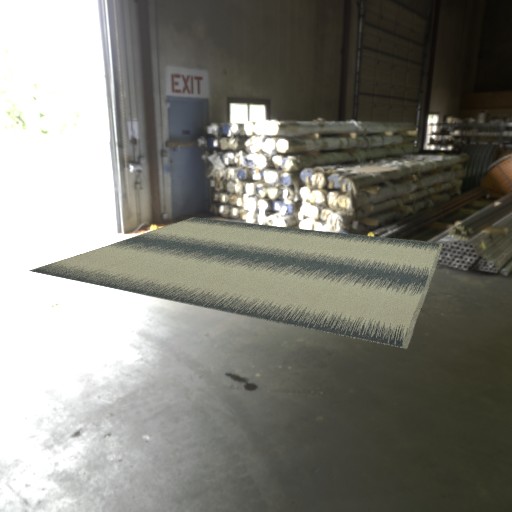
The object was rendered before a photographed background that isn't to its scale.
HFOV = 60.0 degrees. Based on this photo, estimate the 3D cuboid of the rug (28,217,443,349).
[{"bbox_3d":[0.000,0.000,4.083,3.037,0.004,2.453,8,18,25],"label":"rug"}]
